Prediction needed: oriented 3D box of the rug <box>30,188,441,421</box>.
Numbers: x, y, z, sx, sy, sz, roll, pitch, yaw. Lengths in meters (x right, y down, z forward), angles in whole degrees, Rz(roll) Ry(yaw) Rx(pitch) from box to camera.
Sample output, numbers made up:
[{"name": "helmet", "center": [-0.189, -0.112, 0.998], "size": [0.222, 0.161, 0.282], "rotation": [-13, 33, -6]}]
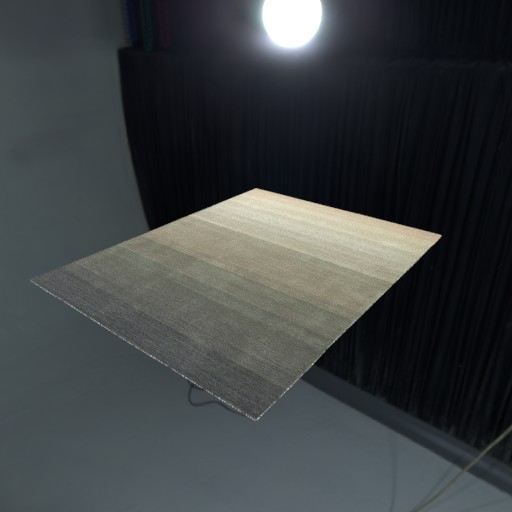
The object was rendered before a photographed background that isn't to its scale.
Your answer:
[{"name": "rug", "center": [0.000, 0.000, 3.937], "size": [2.315, 0.015, 2.932], "rotation": [20, 33, 33]}]
